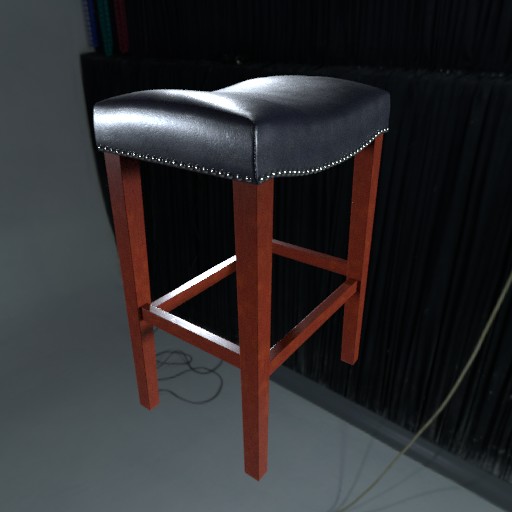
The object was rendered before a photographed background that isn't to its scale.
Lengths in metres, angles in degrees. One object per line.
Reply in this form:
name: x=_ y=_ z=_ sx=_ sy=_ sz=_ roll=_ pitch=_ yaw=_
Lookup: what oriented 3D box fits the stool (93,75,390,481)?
stool: x=0.000 y=0.000 z=1.015 sx=0.372 sy=0.742 sz=0.504 roll=18 pitch=31 yaw=32
